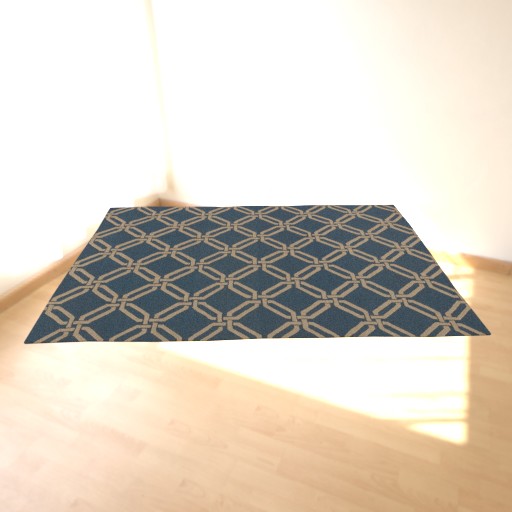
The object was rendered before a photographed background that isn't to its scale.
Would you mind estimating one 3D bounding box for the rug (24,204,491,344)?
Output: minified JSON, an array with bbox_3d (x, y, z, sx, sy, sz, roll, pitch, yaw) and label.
[{"bbox_3d":[0.000,0.000,2.653,2.135,0.013,1.524,-1,30,-1],"label":"rug"}]
